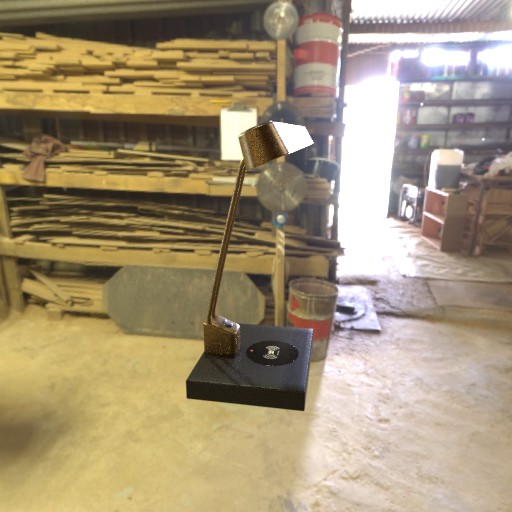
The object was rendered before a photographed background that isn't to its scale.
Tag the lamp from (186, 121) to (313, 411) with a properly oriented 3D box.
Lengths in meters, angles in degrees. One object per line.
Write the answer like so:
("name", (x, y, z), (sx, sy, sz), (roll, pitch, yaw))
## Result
("lamp", (0.000, 0.000, 0.607), (0.156, 0.345, 0.412), (3, 16, 10))
